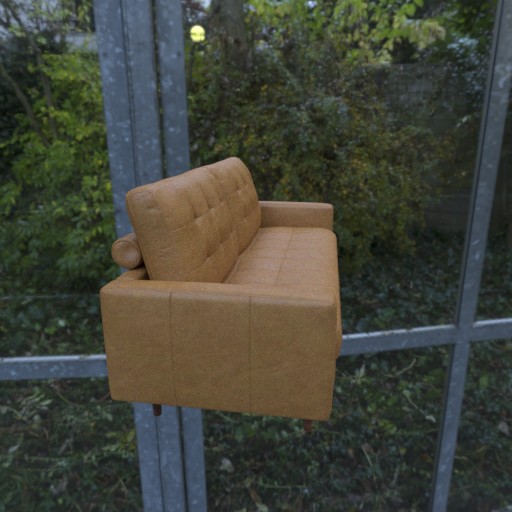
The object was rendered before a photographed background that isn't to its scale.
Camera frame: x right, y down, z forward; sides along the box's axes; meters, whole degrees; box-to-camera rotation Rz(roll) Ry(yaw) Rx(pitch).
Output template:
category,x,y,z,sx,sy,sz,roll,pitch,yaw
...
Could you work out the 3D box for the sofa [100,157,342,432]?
category,x,y,z,sx,sy,sz,roll,pitch,yaw
sofa,0.000,0.000,2.288,0.850,0.898,1.821,3,17,9
